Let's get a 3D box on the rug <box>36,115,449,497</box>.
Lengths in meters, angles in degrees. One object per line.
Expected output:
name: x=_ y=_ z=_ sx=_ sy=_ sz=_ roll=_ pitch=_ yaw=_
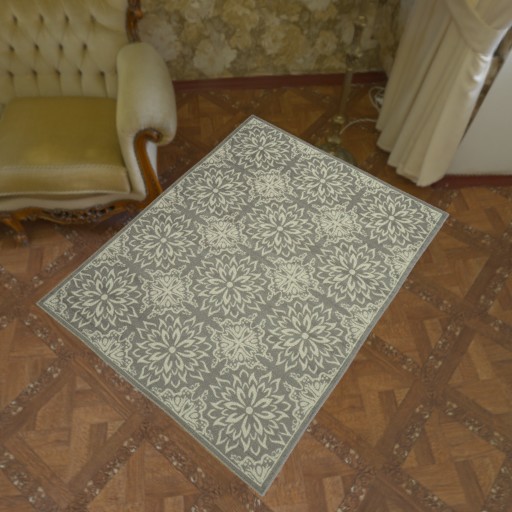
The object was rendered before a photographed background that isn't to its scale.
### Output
rug: x=0.000 y=0.000 z=3.961 sx=2.363 sy=0.012 sz=2.980 roll=32 pitch=63 yaw=19
